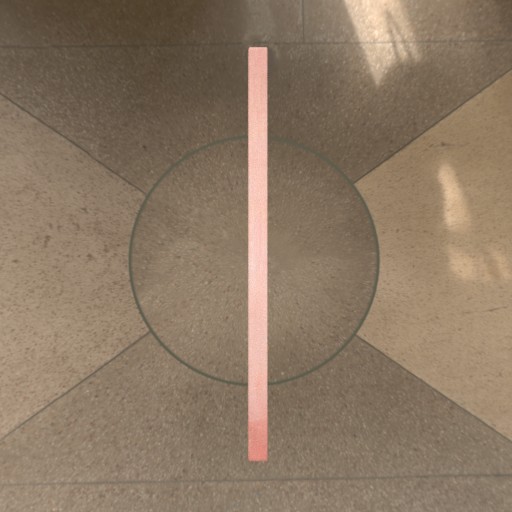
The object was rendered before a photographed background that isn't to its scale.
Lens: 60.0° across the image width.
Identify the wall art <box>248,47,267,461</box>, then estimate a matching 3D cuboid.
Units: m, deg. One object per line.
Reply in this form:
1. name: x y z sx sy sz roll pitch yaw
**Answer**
1. wall art: 0.000 0.000 1.323 0.039 1.016 0.761 0 89 0
